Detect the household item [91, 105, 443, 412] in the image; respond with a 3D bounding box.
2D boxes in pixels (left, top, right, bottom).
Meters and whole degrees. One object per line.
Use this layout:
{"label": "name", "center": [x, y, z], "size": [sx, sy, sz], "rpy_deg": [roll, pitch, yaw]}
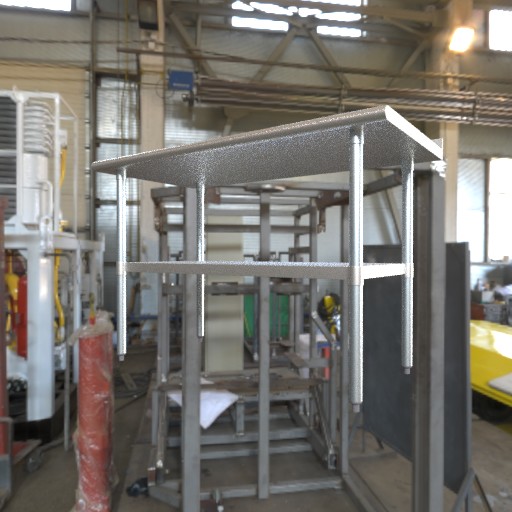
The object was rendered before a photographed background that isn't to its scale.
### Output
{"label": "household item", "center": [0.000, 0.000, 1.706], "size": [1.219, 0.851, 0.610], "rpy_deg": [0, 0, 35]}
